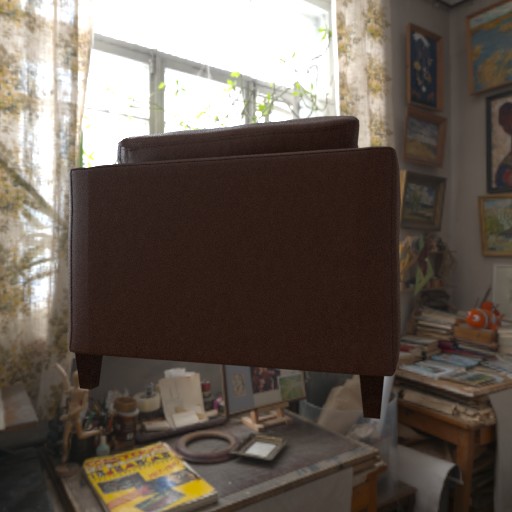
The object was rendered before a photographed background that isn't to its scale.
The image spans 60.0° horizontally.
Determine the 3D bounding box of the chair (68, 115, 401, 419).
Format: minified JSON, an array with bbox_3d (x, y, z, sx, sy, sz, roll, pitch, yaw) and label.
[{"bbox_3d":[0.000,0.000,1.807,1.107,0.917,0.959,0,0,17],"label":"chair"}]
